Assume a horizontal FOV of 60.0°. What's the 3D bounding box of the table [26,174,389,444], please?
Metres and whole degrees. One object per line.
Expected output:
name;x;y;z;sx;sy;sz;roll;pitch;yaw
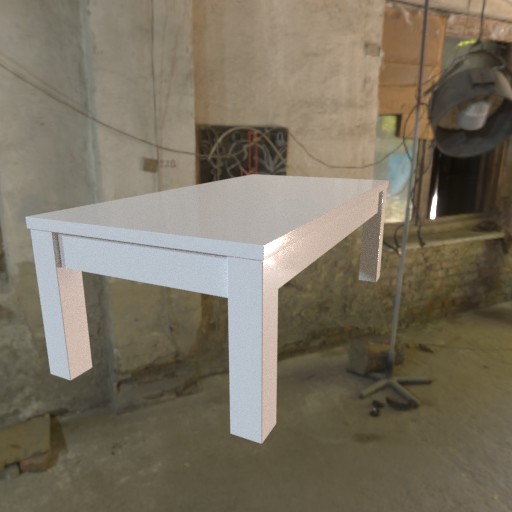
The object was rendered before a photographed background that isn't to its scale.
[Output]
table;0.000;0.000;1.673;0.700;0.470;1.350;8;17;25
